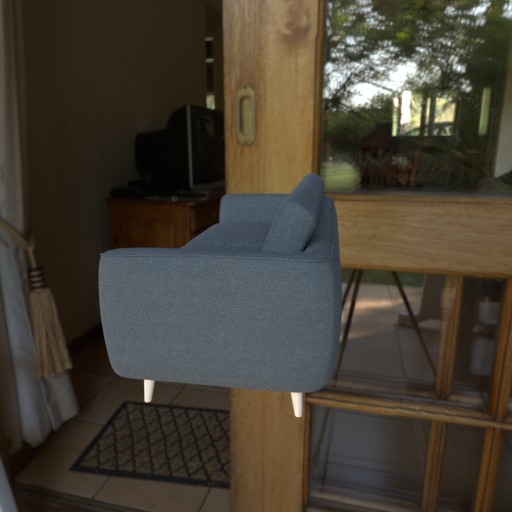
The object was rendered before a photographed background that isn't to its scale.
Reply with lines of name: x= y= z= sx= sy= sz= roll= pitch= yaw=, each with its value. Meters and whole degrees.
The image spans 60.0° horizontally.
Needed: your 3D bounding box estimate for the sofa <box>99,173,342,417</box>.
sofa: x=0.000 y=0.000 z=2.489 sx=0.920 sy=0.850 sz=2.000 roll=2 pitch=14 yaw=9
